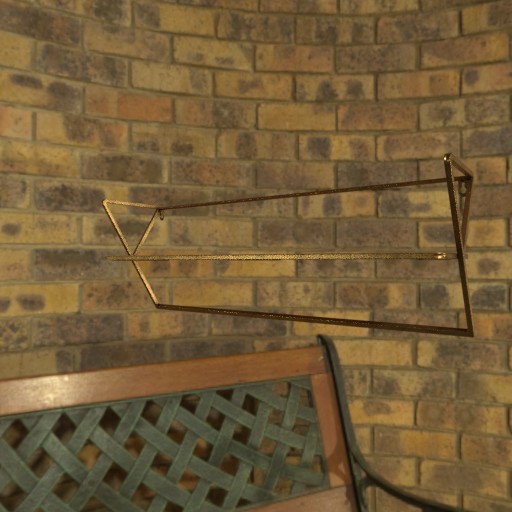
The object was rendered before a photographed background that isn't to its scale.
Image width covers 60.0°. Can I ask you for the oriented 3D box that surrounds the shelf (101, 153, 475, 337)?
[{"bbox_3d":[0.000,0.000,0.746,0.645,0.229,0.150,-1,-1,36],"label":"shelf"}]
